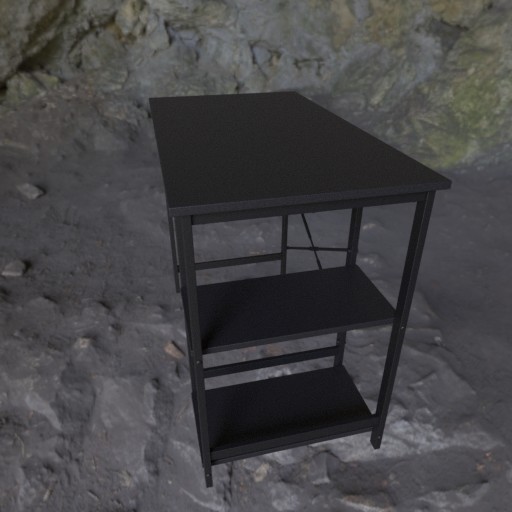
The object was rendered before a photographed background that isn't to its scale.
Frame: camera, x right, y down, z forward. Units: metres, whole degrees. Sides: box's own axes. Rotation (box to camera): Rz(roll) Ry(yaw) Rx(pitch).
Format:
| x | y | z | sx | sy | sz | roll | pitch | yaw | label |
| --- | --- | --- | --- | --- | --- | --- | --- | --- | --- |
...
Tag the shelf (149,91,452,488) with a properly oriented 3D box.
| x | y | z | sx | sy | sz | roll | pitch | yaw | label |
| --- | --- | --- | --- | --- | --- | --- | --- | --- | --- |
| 0.000 | 0.000 | 1.302 | 0.498 | 0.749 | 0.902 | -7 | 31 | -12 | shelf |
